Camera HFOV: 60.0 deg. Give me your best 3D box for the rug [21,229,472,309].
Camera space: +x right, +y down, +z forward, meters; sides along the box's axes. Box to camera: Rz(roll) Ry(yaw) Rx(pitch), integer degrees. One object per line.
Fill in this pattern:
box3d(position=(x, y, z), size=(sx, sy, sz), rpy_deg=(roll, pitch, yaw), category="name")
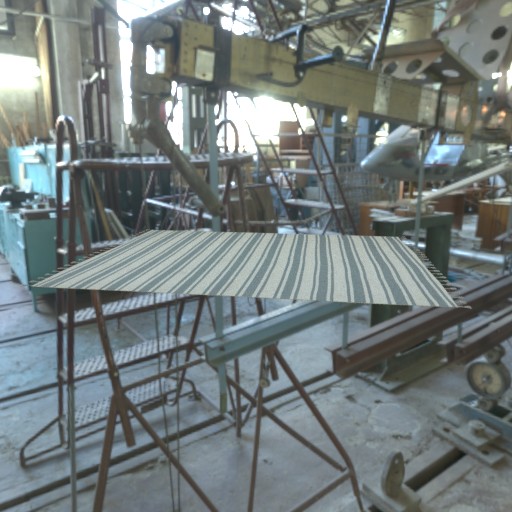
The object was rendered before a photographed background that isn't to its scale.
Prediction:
box3d(position=(0.000, 0.000, 4.222), size=(3.201, 0.005, 2.439), rpy_deg=(2, 14, 8), category="rug")
